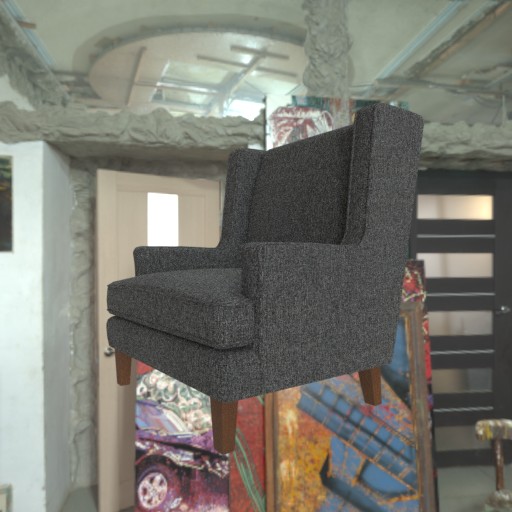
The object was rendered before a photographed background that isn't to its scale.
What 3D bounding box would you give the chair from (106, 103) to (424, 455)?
[{"bbox_3d":[0.000,0.000,1.793,0.927,1.082,0.942,0,0,-37],"label":"chair"}]
